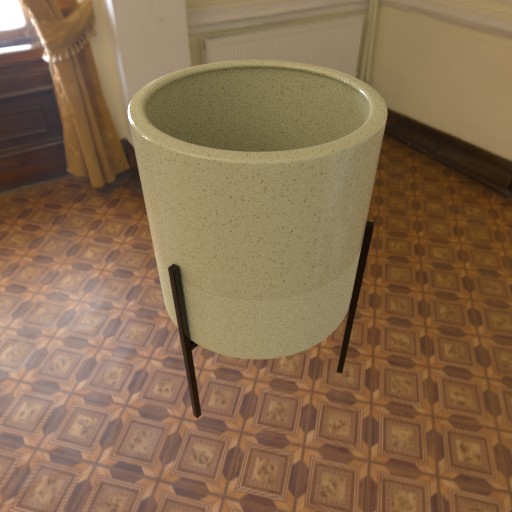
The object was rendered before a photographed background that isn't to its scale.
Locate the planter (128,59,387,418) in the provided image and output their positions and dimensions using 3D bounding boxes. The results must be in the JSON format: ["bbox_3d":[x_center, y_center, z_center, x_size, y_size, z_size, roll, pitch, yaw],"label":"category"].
[{"bbox_3d":[0.000,0.000,0.537,0.234,0.390,0.243,-13,42,-14],"label":"planter"}]
